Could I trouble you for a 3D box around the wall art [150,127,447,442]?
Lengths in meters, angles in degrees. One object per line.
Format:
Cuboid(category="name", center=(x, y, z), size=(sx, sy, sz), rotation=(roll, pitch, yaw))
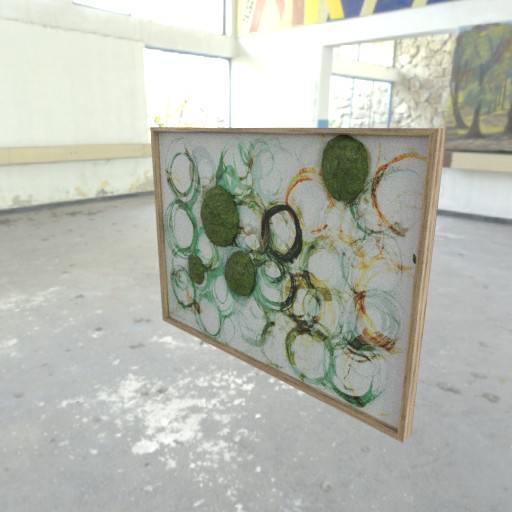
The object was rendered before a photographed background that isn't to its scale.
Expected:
Cuboid(category="wall art", center=(0.000, 0.000, 1.095), size=(0.841, 0.609, 0.063), rotation=(15, 22, 42))
